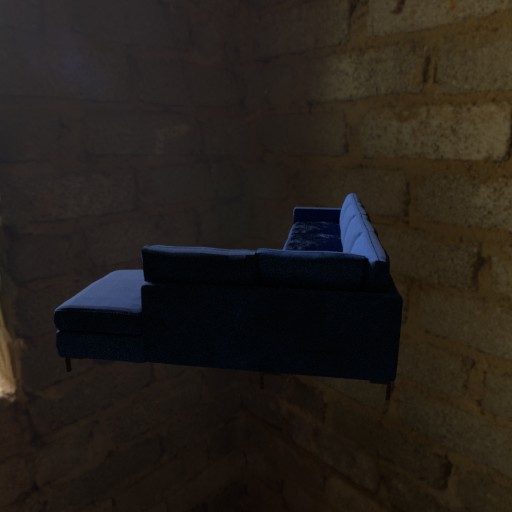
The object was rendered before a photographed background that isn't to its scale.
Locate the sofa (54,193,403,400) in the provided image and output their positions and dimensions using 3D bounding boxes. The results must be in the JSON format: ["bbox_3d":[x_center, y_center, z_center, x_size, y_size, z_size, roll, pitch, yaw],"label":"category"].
[{"bbox_3d":[0.000,0.000,3.268,1.707,0.687,2.486,2,16,9],"label":"sofa"}]
